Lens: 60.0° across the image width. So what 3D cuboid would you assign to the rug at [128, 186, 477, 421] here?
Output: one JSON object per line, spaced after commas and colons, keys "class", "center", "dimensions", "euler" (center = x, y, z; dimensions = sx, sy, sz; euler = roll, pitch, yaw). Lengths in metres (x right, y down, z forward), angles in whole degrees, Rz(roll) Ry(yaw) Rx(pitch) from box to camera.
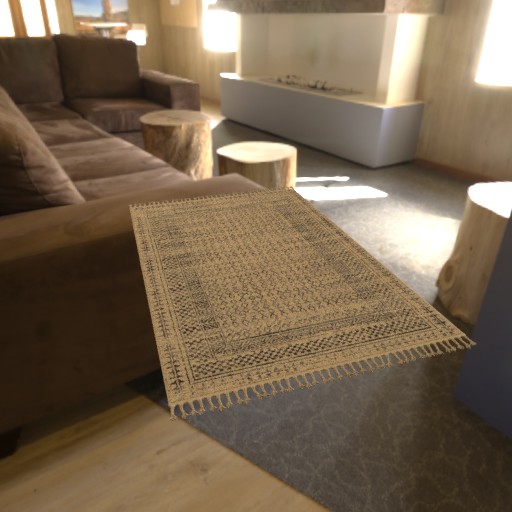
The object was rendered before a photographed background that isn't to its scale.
{"class": "rug", "center": [0.000, 0.000, 3.038], "dimensions": [1.548, 0.013, 2.486], "euler": [-9, 30, -16]}
